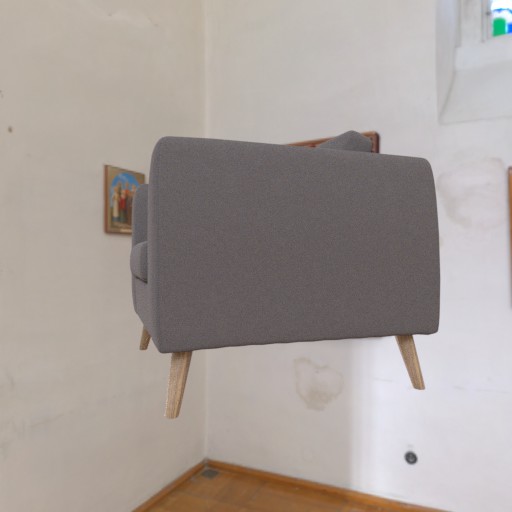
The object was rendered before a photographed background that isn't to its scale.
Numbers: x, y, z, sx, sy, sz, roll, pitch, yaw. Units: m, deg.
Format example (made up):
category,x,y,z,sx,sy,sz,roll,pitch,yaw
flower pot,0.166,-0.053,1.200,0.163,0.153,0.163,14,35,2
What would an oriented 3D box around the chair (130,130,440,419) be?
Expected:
category,x,y,z,sx,sy,sz,roll,pitch,yaw
chair,0.000,0.000,1.741,0.930,0.860,1.000,0,0,-19
